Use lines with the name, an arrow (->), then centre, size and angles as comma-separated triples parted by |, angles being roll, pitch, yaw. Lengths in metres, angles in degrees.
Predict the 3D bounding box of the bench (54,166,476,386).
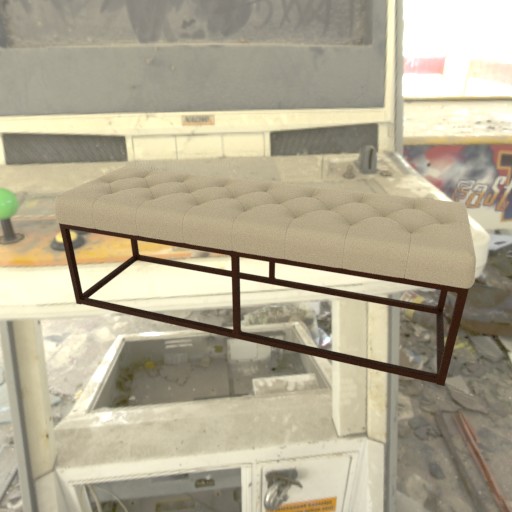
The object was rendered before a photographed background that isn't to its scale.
bench -> 0.000, 0.000, 1.740 | 1.488, 0.488, 0.479 | 9, 28, 17
